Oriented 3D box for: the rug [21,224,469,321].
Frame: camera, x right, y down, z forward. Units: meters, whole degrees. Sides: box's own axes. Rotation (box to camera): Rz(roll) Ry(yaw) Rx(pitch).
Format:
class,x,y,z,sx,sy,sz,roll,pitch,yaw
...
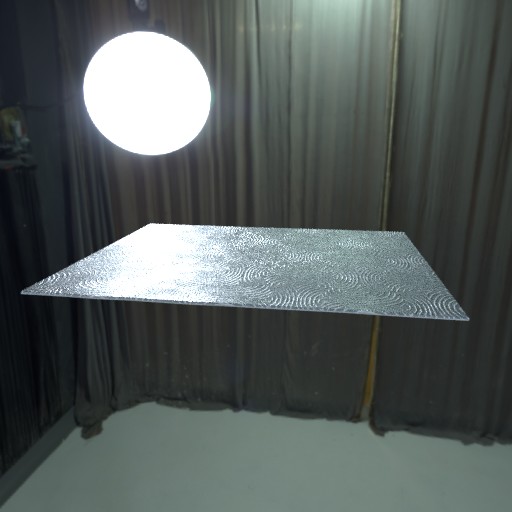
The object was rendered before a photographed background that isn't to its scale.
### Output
class,x,y,z,sx,sy,sz,roll,pitch,yaw
rug,0.000,0.000,4.114,3.042,0.021,2.456,2,16,9
